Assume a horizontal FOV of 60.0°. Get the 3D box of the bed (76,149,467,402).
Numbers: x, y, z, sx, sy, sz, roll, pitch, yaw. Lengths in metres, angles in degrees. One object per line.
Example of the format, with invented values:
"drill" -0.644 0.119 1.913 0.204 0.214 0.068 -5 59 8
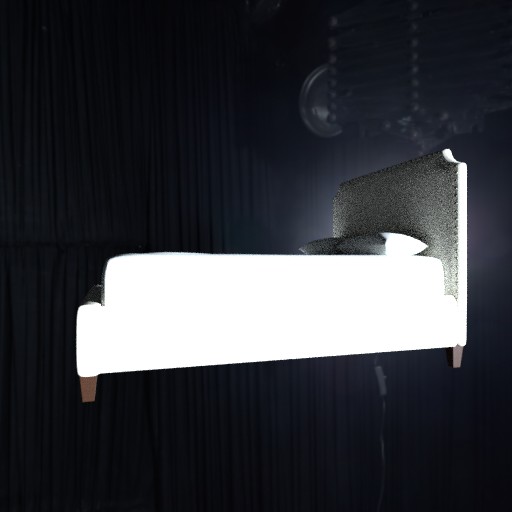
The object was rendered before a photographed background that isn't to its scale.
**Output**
"bed" 0.000 0.000 3.294 2.365 1.443 1.712 0 0 -18
